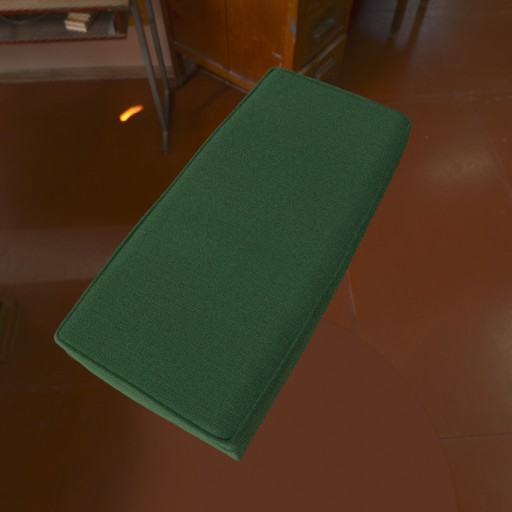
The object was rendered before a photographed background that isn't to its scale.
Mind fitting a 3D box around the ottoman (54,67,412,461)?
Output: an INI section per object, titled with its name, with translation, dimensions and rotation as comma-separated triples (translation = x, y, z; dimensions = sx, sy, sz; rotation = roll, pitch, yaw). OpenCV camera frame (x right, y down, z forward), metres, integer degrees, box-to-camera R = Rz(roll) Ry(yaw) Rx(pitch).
[ottoman]
translation = 0.000, 0.000, 1.218
dimensions = 0.483, 0.471, 0.957
rotation = 27, 65, 14
